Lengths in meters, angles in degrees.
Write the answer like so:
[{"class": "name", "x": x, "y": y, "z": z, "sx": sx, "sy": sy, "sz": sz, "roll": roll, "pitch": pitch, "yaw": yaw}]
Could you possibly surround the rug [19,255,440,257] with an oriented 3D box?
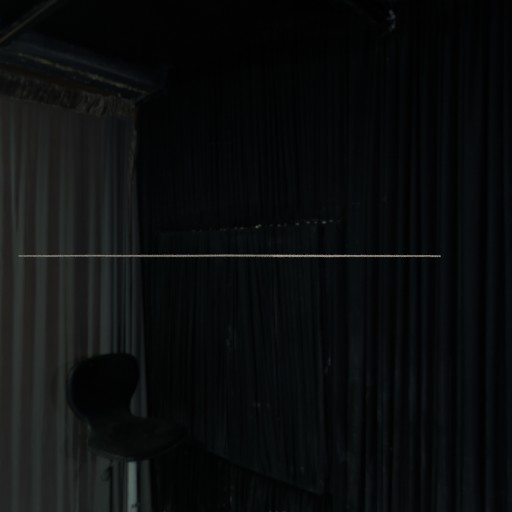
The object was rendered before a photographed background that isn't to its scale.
[{"class": "rug", "x": 0.000, "y": 0.000, "z": 4.022, "sx": 2.444, "sy": 0.012, "sz": 3.048, "roll": 0, "pitch": 0, "yaw": 36}]
